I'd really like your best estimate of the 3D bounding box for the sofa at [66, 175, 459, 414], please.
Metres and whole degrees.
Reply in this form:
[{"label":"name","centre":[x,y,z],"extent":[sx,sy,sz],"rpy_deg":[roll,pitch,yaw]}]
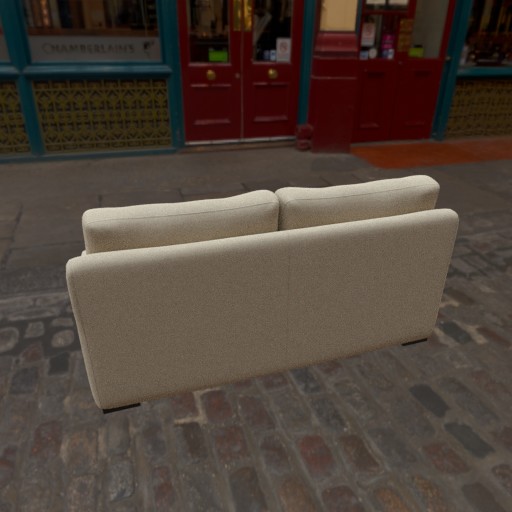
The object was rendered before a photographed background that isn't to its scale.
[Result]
[{"label":"sofa","centre":[0.000,0.000,2.503],"extent":[1.885,0.967,0.962],"rpy_deg":[-8,28,-16]}]
